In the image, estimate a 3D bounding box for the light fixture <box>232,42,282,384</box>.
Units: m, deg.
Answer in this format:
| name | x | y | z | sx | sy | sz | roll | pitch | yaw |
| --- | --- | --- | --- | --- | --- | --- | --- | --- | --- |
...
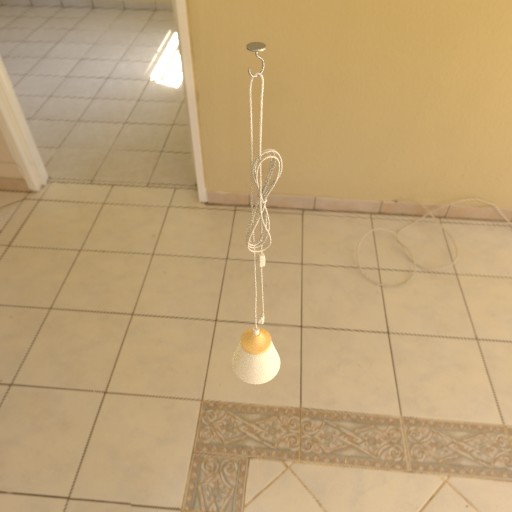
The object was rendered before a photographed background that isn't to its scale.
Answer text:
| name | x | y | z | sx | sy | sz | roll | pitch | yaw |
| --- | --- | --- | --- | --- | --- | --- | --- | --- | --- |
| light fixture | 0.000 | 0.000 | 1.056 | 0.153 | 0.966 | 0.153 | -4 | 46 | -3 |
